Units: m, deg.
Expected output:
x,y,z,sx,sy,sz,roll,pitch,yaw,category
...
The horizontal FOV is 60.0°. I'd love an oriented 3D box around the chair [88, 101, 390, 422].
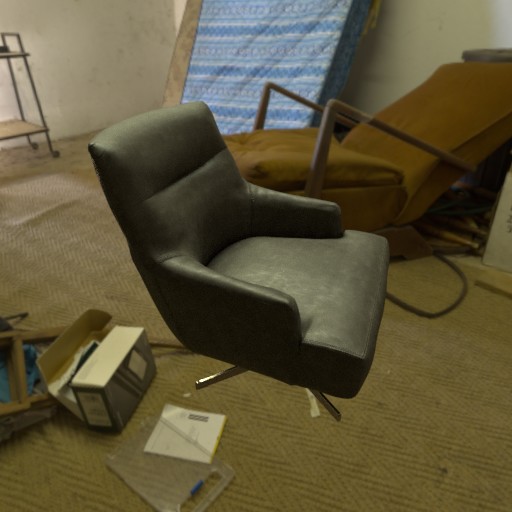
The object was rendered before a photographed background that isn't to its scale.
x,y,z,sx,sy,sz,roll,pitch,yaw,category
0.000,0.000,1.501,0.874,0.870,0.738,9,30,17,chair
